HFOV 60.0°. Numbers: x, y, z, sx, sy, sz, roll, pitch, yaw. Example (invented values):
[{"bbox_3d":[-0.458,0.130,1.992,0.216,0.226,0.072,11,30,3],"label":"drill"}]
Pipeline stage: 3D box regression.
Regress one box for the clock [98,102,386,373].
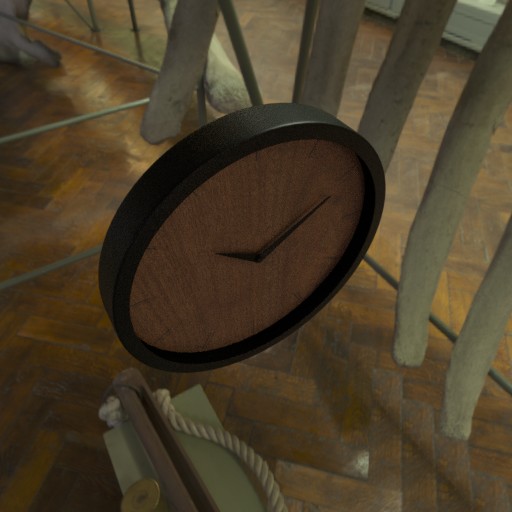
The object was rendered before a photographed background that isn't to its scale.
[{"bbox_3d":[0.000,0.000,0.463,0.314,0.314,0.040,-23,50,-21],"label":"clock"}]
